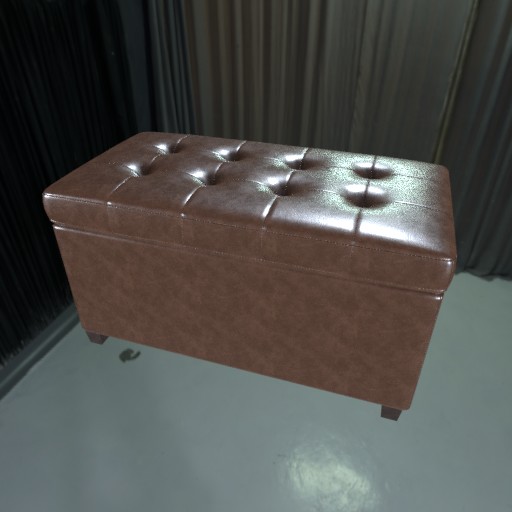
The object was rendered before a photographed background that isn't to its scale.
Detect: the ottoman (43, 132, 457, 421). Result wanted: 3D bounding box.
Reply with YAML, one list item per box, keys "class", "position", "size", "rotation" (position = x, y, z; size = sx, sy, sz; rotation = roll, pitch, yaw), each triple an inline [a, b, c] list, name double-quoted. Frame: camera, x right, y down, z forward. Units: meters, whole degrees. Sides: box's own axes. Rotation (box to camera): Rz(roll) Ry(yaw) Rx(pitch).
- class: "ottoman"
  position: [0.000, 0.000, 1.114]
  size: [0.838, 0.470, 0.432]
  rotation: [10, 35, 15]
